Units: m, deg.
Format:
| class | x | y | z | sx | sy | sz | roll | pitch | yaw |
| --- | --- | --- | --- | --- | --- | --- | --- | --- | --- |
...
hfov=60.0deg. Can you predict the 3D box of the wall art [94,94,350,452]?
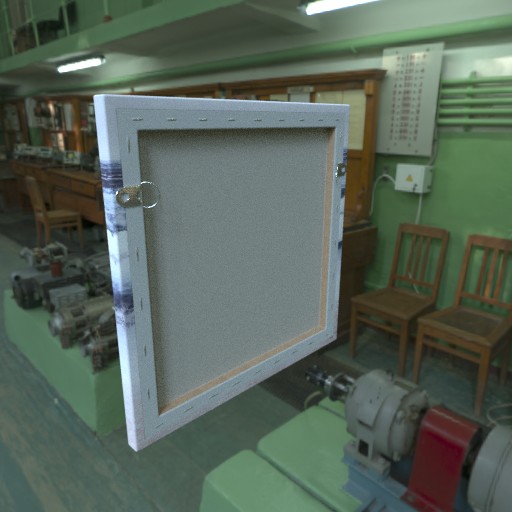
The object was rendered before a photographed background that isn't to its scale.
| class | x | y | z | sx | sy | sz | roll | pitch | yaw |
| --- | --- | --- | --- | --- | --- | --- | --- | --- | --- |
| wall art | 0.000 | 0.000 | 1.129 | 0.755 | 0.747 | 0.065 | -16 | 23 | -42 |
